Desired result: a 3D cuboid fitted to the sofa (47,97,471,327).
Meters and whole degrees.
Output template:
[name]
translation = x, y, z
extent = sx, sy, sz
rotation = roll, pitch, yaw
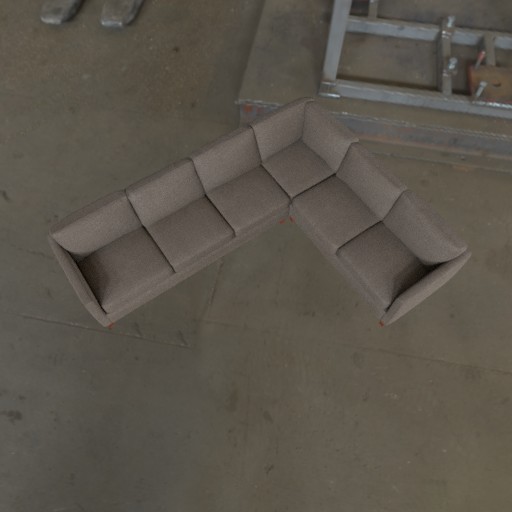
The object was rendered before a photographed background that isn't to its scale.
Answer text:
[sofa]
translation = 0.000, 0.000, 4.483
extent = 3.302, 0.947, 2.593
rotation = -32, 67, -15
